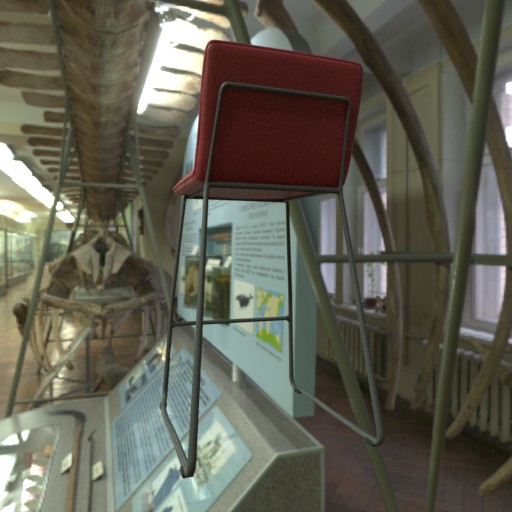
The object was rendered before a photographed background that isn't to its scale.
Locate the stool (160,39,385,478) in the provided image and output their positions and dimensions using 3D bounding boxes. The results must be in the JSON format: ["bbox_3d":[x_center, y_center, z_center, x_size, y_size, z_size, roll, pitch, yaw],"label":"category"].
[{"bbox_3d":[0.000,0.000,1.230,0.489,0.937,0.524,0,1,-19],"label":"stool"}]
